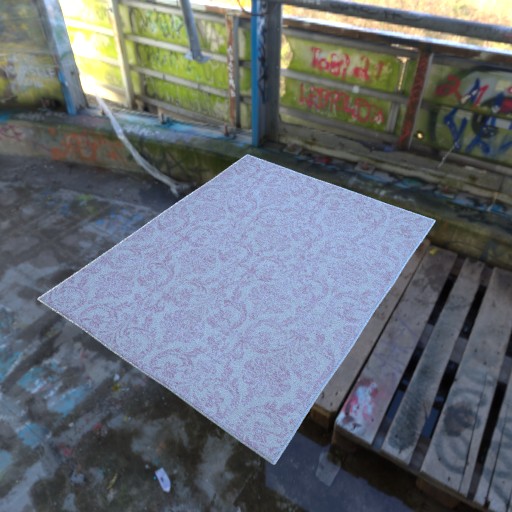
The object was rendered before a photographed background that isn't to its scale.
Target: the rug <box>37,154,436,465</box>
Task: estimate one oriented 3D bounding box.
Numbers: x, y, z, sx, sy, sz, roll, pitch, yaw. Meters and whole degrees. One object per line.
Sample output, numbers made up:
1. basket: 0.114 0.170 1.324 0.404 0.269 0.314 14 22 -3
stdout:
1. rug: 0.000 0.000 4.089 2.363 0.012 2.980 25 47 25
